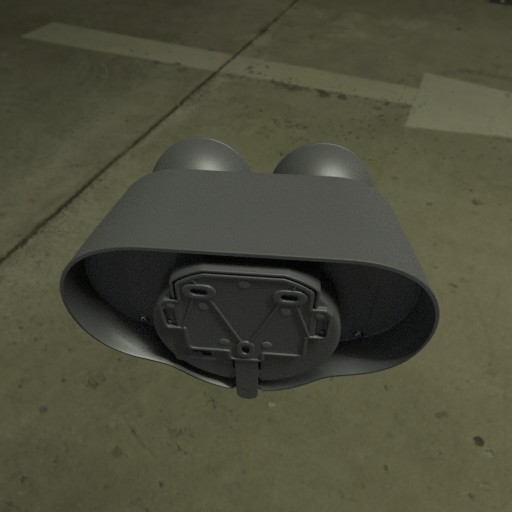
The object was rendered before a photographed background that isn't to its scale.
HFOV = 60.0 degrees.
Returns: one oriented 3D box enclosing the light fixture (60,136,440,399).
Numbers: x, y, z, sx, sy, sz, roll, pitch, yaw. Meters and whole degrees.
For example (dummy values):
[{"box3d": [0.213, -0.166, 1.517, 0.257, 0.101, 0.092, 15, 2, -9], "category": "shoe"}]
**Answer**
[{"box3d": [0.000, 0.000, 0.341, 0.229, 0.159, 0.159, 4, 46, 3], "category": "light fixture"}]
